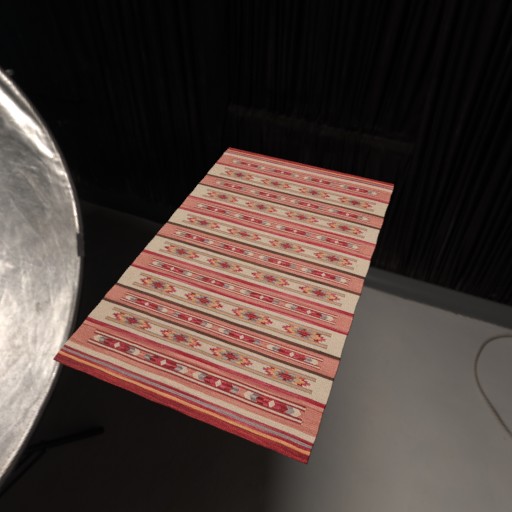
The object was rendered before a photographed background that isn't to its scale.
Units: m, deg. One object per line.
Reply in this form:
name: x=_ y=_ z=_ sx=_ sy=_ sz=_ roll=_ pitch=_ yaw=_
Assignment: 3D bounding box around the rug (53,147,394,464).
rug: x=0.000 y=0.000 z=3.131 sx=1.535 sy=0.010 sz=2.431 roll=16 pitch=48 yaw=15
